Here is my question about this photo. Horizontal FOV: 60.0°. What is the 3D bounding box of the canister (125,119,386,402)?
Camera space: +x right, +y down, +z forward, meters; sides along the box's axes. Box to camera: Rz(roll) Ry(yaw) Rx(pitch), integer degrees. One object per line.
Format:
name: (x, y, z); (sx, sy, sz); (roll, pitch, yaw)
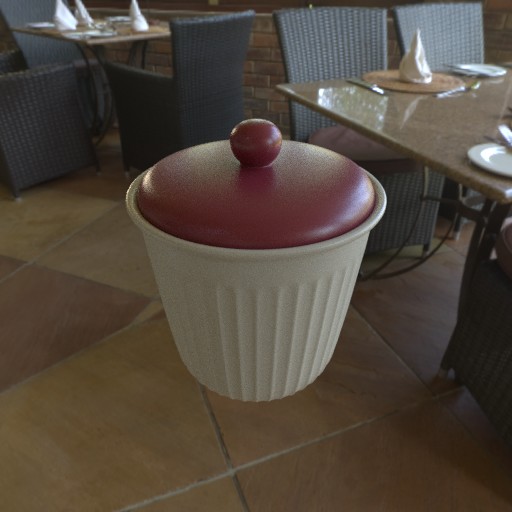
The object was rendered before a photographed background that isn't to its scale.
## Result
canister: (0.000, 0.000, 0.348); (0.181, 0.211, 0.181); (0, 33, 0)
